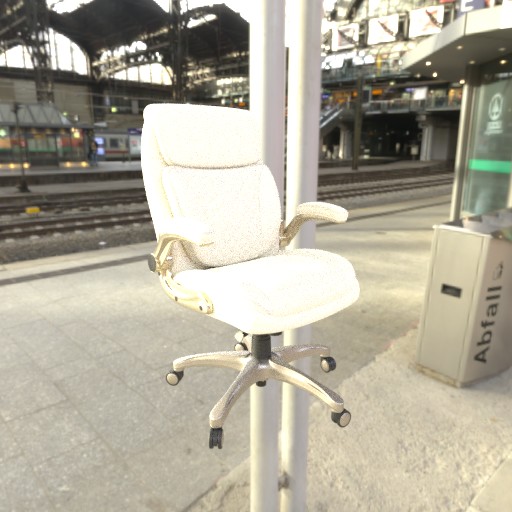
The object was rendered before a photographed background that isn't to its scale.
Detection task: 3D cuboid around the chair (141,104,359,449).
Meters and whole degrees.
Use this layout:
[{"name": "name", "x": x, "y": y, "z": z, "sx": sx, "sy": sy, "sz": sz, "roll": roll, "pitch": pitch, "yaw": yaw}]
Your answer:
[{"name": "chair", "x": 0.000, "y": 0.000, "z": 1.649, "sx": 0.740, "sy": 1.110, "sz": 0.794, "roll": -13, "pitch": 19, "yaw": -43}]
